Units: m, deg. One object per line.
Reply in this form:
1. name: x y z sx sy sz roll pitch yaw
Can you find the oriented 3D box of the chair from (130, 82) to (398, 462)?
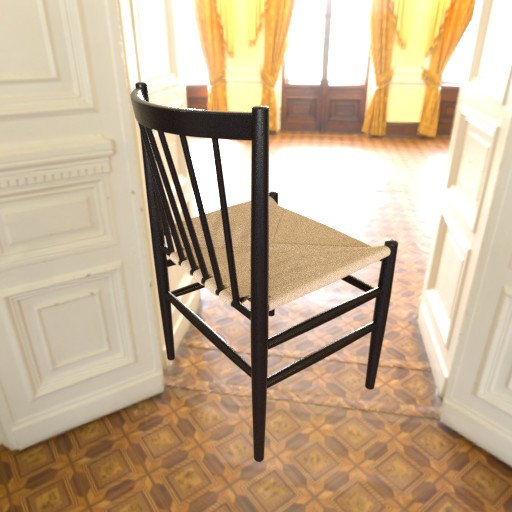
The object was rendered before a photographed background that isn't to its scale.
1. chair: 0.000 0.000 1.138 0.516 0.818 0.495 -19 32 -32
